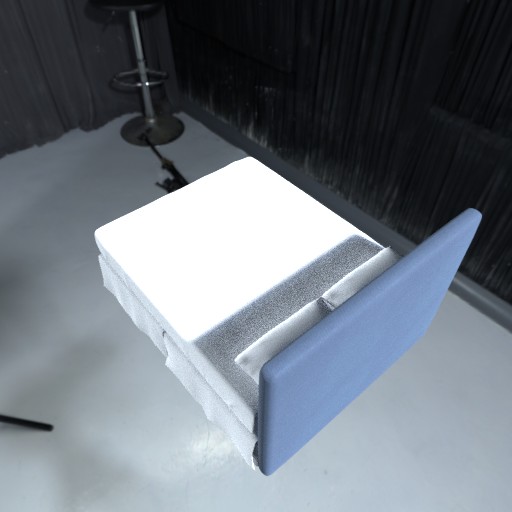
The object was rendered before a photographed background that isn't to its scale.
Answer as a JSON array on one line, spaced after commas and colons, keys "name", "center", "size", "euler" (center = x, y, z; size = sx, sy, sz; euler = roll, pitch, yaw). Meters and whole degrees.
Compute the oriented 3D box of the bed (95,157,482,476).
[{"name": "bed", "center": [0.000, 0.000, 3.221], "size": [1.713, 1.330, 2.162], "euler": [-31, 54, -26]}]
